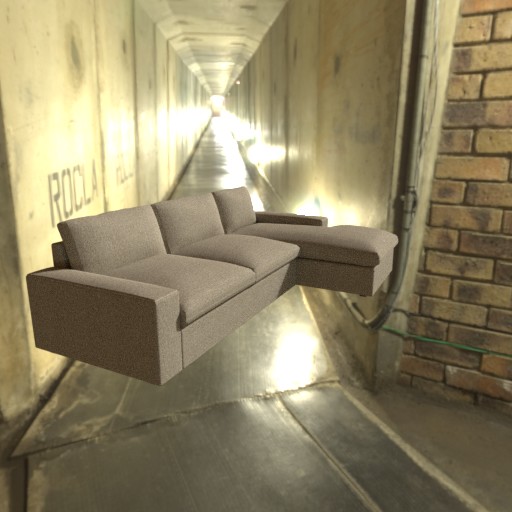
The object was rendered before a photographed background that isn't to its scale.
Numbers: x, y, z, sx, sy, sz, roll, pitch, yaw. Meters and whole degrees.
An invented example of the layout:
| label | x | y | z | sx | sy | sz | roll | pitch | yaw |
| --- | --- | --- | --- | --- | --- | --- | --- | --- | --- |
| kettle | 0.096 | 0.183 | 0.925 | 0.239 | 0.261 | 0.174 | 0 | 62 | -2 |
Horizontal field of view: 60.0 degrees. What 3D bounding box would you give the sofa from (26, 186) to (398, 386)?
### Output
| label | x | y | z | sx | sy | sz | roll | pitch | yaw |
| --- | --- | --- | --- | --- | --- | --- | --- | --- | --- |
| sofa | 0.000 | 0.000 | 3.445 | 1.689 | 0.813 | 2.718 | 8 | 17 | 26 |
